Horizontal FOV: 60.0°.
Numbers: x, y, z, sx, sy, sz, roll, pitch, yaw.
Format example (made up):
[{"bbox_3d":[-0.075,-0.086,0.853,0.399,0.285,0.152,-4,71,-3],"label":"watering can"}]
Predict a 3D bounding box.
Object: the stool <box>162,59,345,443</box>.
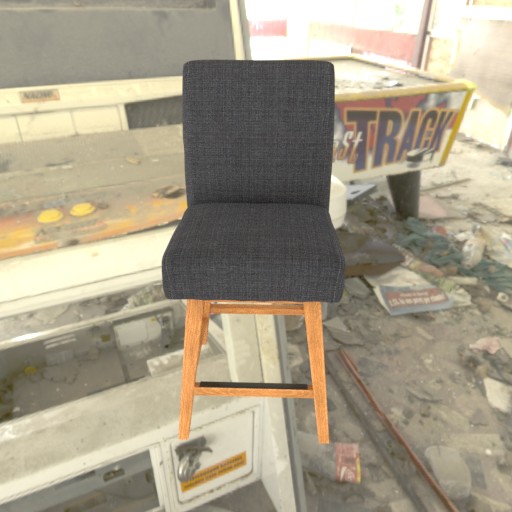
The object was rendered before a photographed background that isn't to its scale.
[{"bbox_3d":[0.000,0.000,1.306,0.459,1.010,0.526,1,31,2],"label":"stool"}]
